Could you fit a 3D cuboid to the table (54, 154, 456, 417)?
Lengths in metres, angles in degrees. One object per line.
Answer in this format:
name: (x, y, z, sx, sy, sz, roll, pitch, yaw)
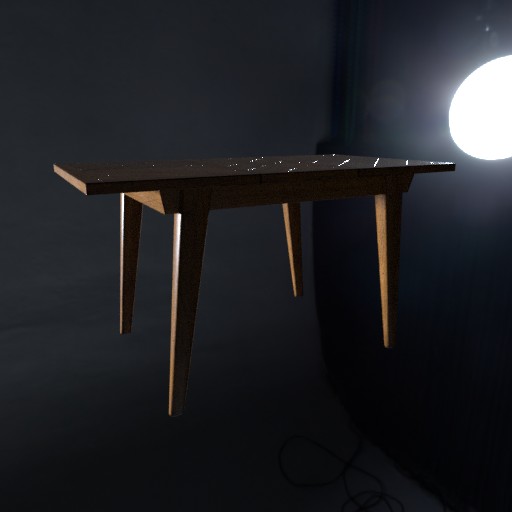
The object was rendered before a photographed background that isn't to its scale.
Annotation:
table: (0.000, 0.000, 1.857, 1.400, 0.760, 0.757, -9, 18, -28)
